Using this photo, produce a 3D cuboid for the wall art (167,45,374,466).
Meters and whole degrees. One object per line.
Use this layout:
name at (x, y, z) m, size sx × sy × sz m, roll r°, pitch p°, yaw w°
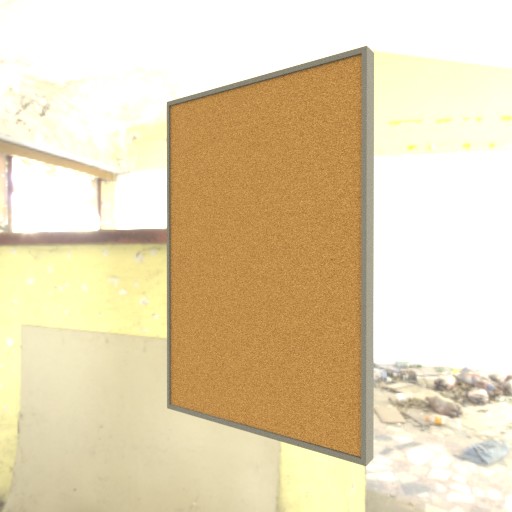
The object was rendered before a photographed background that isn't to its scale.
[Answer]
wall art at (0.000, 0.000, 0.955) m, size 0.511 × 0.753 × 0.039 m, roll 0°, pitch 1°, yaw 35°
